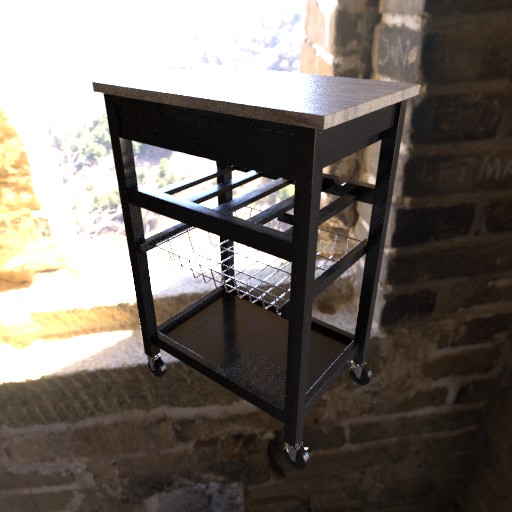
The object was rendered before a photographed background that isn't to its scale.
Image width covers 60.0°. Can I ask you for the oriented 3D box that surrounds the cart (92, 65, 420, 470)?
[{"bbox_3d":[0.000,0.000,1.144,0.584,0.839,0.403,21,35,32],"label":"cart"}]
